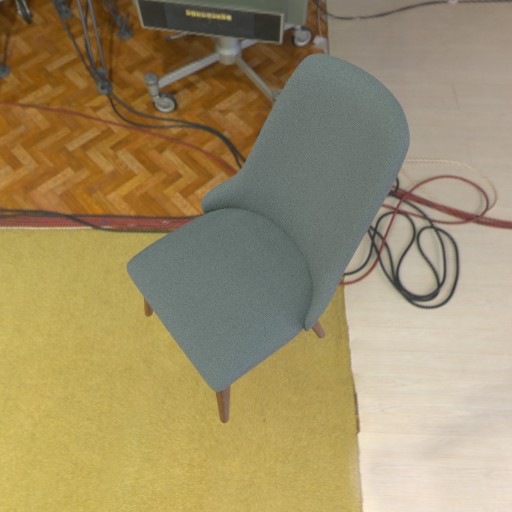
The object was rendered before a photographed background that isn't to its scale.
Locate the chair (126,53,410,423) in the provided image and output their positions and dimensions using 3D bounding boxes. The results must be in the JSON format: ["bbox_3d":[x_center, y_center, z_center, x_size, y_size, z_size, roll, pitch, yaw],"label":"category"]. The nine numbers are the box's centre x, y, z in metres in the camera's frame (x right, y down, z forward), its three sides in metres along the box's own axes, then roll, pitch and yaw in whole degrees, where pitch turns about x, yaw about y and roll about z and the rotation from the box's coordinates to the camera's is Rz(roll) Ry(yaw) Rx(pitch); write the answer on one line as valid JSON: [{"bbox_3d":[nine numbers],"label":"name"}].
[{"bbox_3d":[0.000,0.000,1.312,0.707,0.918,0.535,-34,68,-16],"label":"chair"}]
